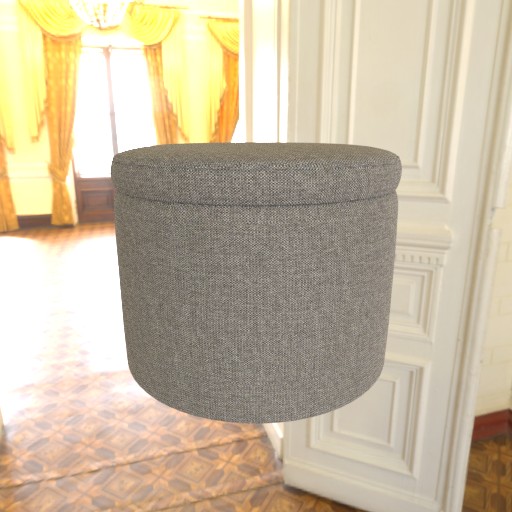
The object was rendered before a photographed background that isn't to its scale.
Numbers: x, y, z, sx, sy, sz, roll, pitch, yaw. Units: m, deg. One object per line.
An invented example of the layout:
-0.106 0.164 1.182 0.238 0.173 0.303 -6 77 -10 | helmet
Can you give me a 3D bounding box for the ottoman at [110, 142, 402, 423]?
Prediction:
0.000 0.000 0.872 0.520 0.430 0.520 0 16 0 | ottoman
